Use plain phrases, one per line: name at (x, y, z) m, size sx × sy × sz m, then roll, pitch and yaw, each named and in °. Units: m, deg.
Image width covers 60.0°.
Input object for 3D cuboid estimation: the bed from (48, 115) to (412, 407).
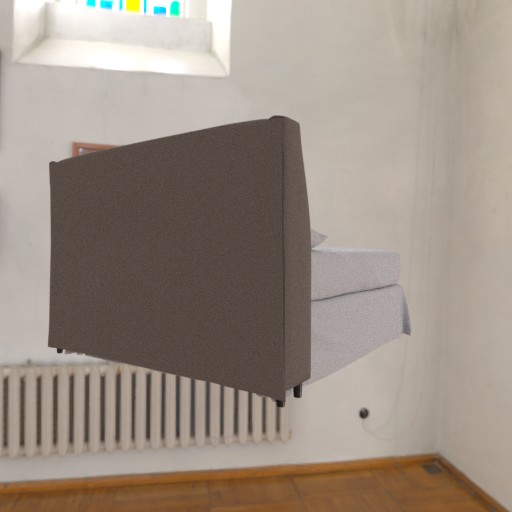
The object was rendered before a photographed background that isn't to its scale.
bed at (0.000, 0.000, 3.414) m, size 1.925 × 1.332 × 2.276 m, roll 1°, pitch 1°, yaw 35°
